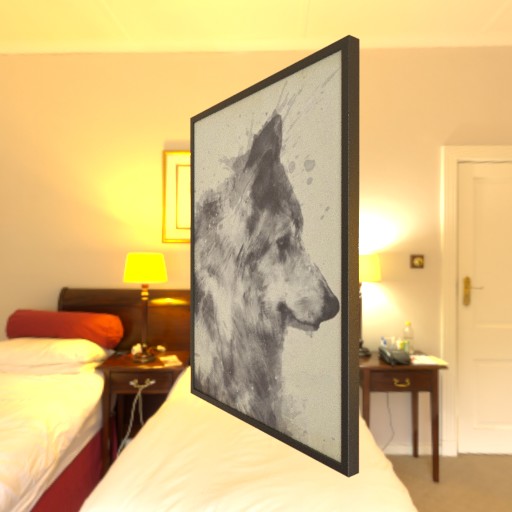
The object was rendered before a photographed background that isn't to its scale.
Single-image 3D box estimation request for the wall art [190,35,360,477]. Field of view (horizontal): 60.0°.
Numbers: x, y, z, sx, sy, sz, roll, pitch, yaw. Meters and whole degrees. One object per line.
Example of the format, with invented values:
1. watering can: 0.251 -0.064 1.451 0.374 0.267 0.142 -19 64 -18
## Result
1. wall art: 0.000 0.000 1.396 0.039 1.061 0.804 0 0 -36
